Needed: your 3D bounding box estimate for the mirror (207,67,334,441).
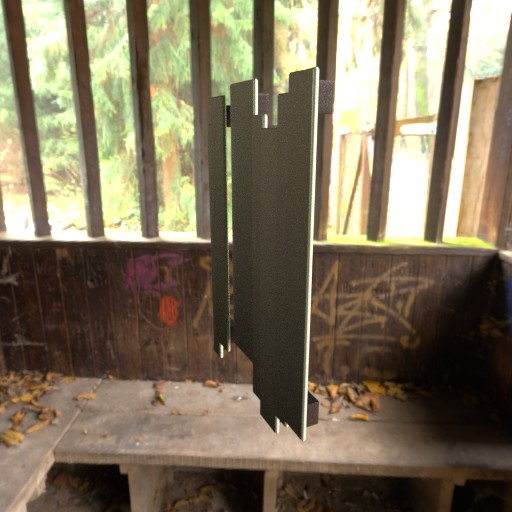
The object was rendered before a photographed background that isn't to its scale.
[{"bbox_3d":[0.000,0.000,0.818,0.058,0.611,0.445,-8,18,-25],"label":"mirror"}]
